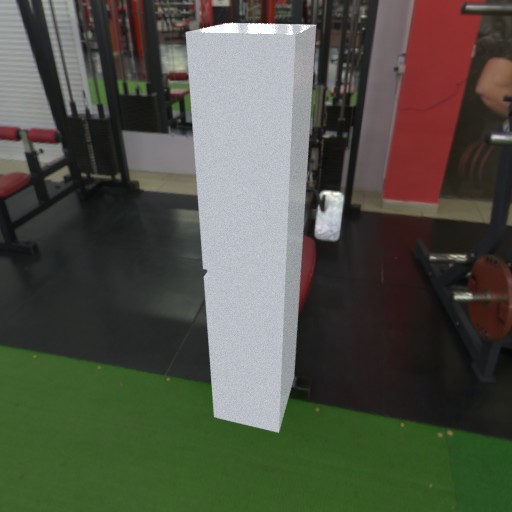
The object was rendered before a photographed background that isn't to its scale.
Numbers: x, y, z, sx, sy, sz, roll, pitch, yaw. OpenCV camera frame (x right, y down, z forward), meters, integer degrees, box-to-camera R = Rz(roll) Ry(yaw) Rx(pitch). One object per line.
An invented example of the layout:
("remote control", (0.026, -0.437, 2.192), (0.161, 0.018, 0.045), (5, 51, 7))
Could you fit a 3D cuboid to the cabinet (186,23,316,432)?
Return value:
("cabinet", (0.000, 0.000, 1.526), (0.270, 1.400, 0.300), (8, 32, 13))
